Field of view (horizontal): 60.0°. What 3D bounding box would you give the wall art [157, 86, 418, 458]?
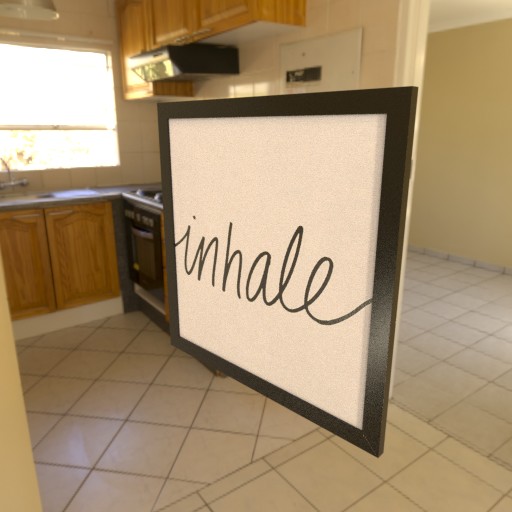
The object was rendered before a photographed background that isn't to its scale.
[{"bbox_3d":[0.000,0.000,0.656,0.446,0.445,0.014,15,22,42],"label":"wall art"}]
